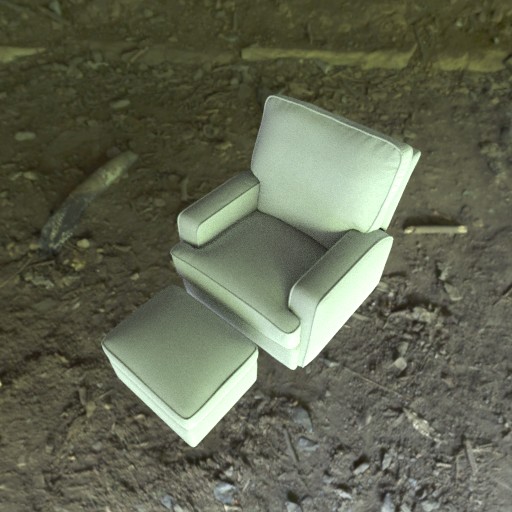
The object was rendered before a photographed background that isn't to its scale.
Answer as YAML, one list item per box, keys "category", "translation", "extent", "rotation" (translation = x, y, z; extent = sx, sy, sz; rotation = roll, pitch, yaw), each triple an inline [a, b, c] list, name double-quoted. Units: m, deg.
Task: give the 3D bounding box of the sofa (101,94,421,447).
- category: "sofa"
  translation: [0.000, 0.000, 2.066]
  extent: [0.861, 0.959, 1.472]
  rotation: [32, 55, 26]
